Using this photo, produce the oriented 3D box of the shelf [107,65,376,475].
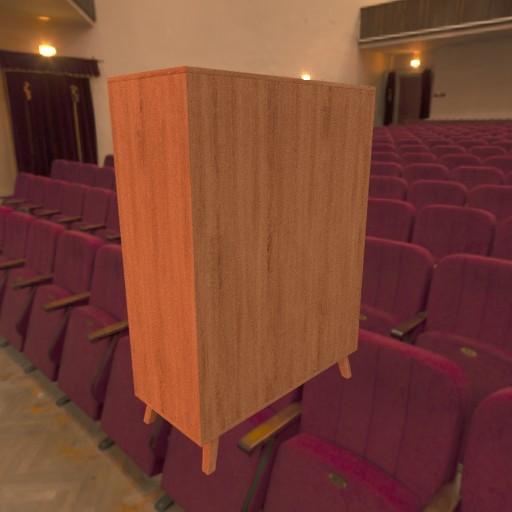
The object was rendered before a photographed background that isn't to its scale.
[{"bbox_3d":[0.000,0.000,1.901,0.450,1.390,1.000,16,23,43],"label":"shelf"}]
